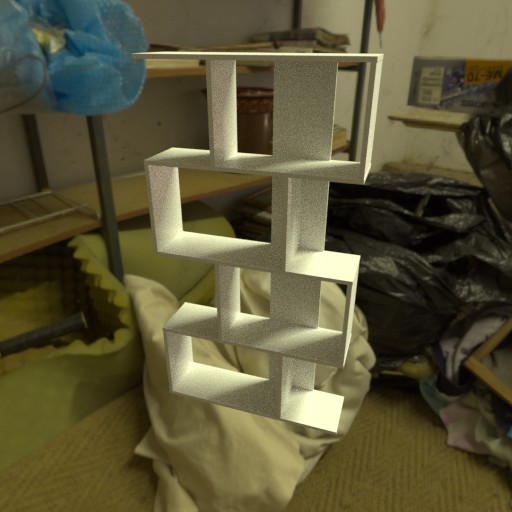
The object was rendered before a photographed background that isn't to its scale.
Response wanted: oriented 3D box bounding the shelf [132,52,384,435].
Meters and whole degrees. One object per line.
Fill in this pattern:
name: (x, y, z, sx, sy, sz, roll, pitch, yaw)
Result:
shelf: (0.000, 0.000, 1.986, 0.890, 1.650, 0.250, 8, 27, 17)
